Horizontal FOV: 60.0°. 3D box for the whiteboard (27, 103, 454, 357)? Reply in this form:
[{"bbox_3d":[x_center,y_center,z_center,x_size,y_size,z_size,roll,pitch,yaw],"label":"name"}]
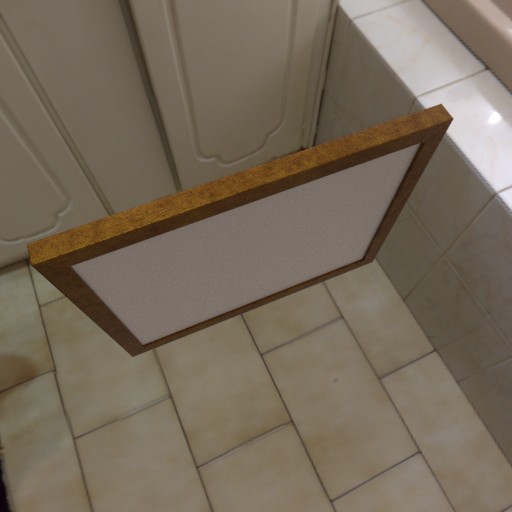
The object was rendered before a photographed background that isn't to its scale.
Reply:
[{"bbox_3d":[0.000,0.000,0.758,0.561,0.457,0.029,-21,66,-10],"label":"whiteboard"}]
